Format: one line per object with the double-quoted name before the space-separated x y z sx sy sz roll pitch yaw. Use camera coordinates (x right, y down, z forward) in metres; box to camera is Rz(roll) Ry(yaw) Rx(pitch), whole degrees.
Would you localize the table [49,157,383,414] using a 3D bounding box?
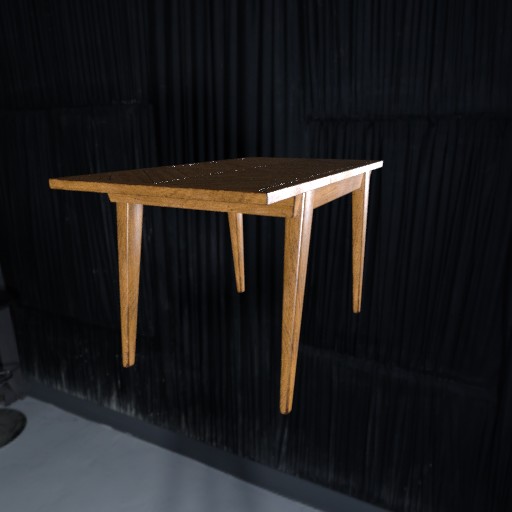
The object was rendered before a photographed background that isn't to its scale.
"table" 0.000 0.000 1.935 0.757 0.760 1.400 8 17 25
